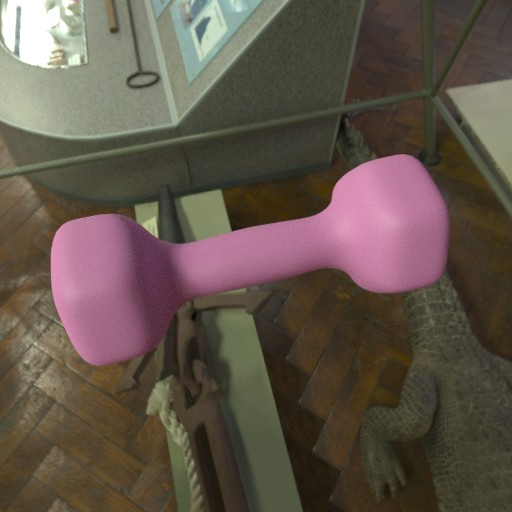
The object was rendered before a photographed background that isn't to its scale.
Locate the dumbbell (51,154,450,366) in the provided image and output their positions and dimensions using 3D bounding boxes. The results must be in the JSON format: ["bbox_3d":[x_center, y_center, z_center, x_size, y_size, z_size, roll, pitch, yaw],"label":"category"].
[{"bbox_3d":[0.000,0.000,0.189,0.159,0.058,0.064,-12,59,-7],"label":"dumbbell"}]
